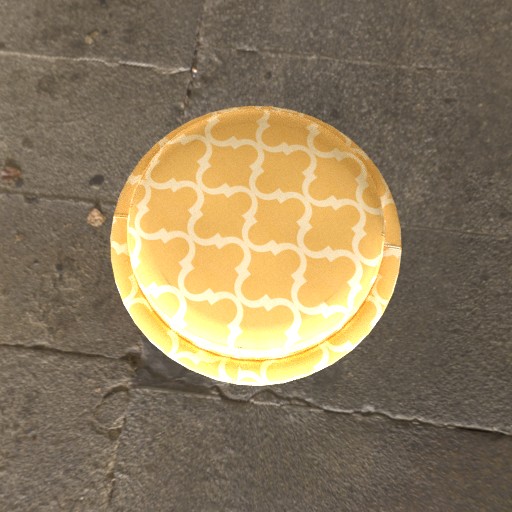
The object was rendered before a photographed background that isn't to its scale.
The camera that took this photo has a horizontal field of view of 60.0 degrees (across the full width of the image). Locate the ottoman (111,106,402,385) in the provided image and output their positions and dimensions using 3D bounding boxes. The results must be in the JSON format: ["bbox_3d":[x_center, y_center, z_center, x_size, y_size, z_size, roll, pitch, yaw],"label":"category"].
[{"bbox_3d":[0.000,0.000,0.856,0.480,0.429,0.480,0,74,0],"label":"ottoman"}]
